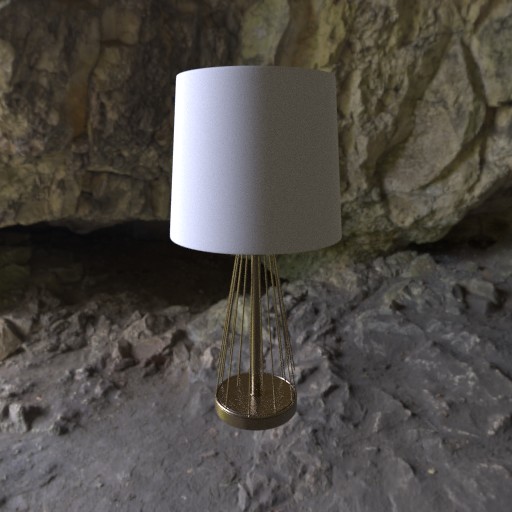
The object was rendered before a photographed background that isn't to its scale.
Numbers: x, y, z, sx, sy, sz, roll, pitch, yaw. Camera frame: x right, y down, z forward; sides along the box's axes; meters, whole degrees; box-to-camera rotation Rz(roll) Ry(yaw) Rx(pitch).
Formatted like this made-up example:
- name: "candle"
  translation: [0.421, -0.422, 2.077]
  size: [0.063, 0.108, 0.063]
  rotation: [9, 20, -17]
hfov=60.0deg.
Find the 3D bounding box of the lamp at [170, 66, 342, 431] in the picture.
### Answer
- name: "lamp"
  translation: [0.000, 0.000, 0.808]
  size: [0.303, 0.618, 0.303]
  rotation: [0, 15, 0]
